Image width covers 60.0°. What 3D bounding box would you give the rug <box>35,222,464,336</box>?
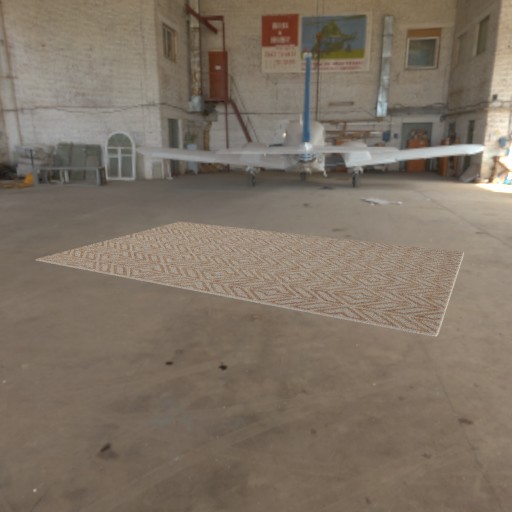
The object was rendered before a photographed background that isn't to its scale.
[{"bbox_3d":[0.000,0.000,2.956,2.438,0.008,1.523,8,17,27],"label":"rug"}]
